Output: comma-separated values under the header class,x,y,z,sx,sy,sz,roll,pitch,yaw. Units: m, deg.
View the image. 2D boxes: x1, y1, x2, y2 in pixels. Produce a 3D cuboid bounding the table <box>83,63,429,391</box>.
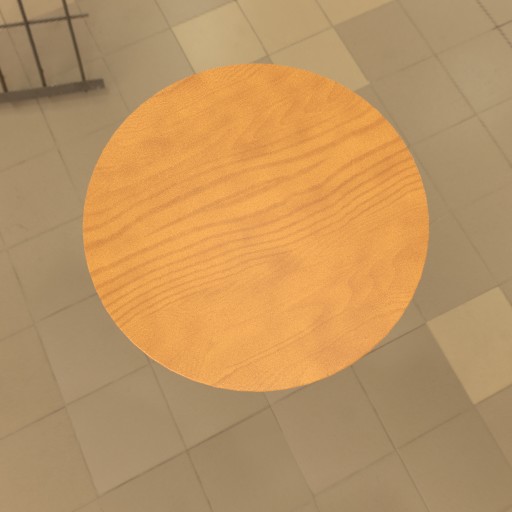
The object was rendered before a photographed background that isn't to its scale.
class,x,y,z,sx,sy,sz,roll,pitch,yaw
table,0.000,0.000,1.060,0.597,0.612,0.597,0,75,0
